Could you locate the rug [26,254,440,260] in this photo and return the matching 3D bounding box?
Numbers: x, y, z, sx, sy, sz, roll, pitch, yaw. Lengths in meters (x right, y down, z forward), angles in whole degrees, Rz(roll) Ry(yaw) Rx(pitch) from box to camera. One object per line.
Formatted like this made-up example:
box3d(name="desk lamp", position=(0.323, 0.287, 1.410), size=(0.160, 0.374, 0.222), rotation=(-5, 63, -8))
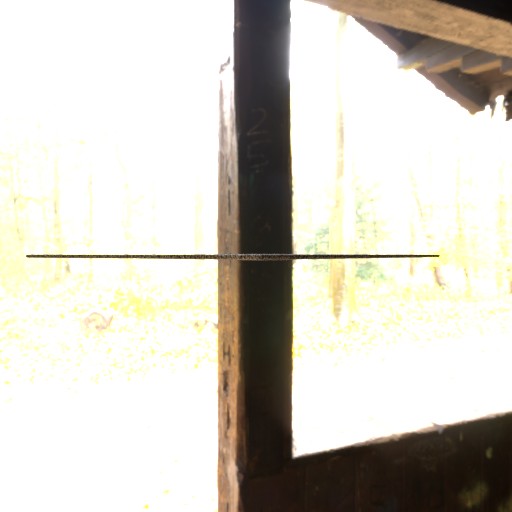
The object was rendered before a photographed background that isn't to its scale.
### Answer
box3d(name="rug", position=(0.000, 0.000, 4.081), size=(2.438, 0.029, 3.047), rotation=(0, 0, 38))
